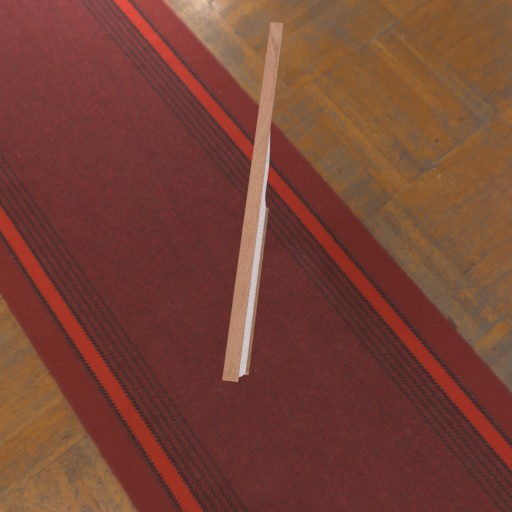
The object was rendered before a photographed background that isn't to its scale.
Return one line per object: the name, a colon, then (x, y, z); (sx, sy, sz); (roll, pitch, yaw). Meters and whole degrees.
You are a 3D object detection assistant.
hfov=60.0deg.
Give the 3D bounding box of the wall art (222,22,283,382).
wall art: (0.000, 0.000, 0.628); (0.012, 0.508, 0.332); (7, 76, 2)
